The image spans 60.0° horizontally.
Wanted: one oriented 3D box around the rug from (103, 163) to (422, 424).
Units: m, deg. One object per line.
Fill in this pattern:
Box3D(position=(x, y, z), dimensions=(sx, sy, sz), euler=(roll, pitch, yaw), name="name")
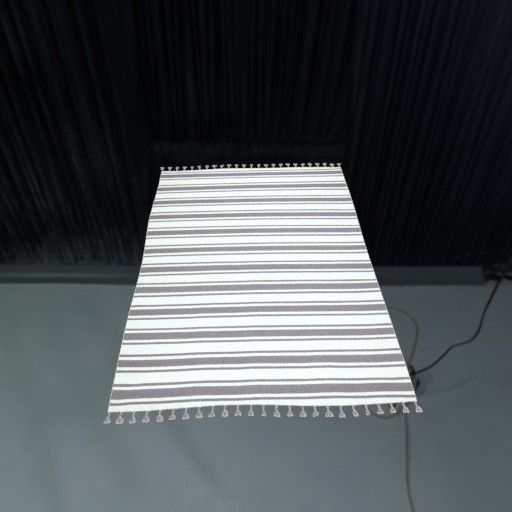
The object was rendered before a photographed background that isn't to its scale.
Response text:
Box3D(position=(0.000, 0.000, 3.907), dimensions=(2.030, 0.017, 3.040), euler=(-1, 43, -2), name="rug")
